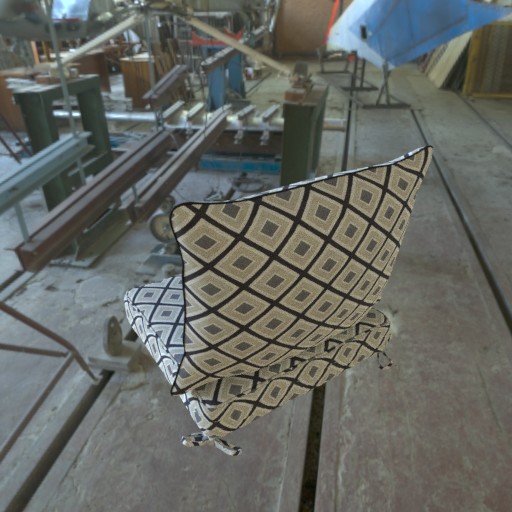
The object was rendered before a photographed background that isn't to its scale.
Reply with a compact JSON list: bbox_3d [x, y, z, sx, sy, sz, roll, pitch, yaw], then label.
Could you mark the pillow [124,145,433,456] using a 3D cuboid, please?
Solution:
[{"bbox_3d":[0.000,0.000,1.379,0.798,0.722,0.733,-18,35,-29],"label":"pillow"}]
